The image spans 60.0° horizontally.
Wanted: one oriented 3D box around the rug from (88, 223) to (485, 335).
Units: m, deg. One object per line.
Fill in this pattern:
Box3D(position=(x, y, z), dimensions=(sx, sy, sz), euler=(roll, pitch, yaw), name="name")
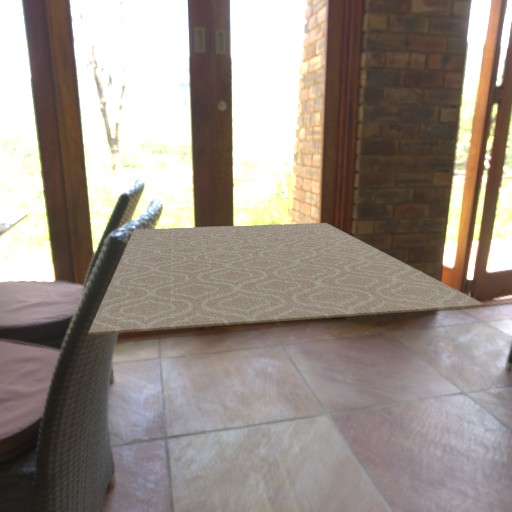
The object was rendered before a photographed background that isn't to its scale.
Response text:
Box3D(position=(0.000, 0.000, 3.853), dimensions=(2.286, 0.013, 2.894), euler=(-3, 14, -10), name="rug")
